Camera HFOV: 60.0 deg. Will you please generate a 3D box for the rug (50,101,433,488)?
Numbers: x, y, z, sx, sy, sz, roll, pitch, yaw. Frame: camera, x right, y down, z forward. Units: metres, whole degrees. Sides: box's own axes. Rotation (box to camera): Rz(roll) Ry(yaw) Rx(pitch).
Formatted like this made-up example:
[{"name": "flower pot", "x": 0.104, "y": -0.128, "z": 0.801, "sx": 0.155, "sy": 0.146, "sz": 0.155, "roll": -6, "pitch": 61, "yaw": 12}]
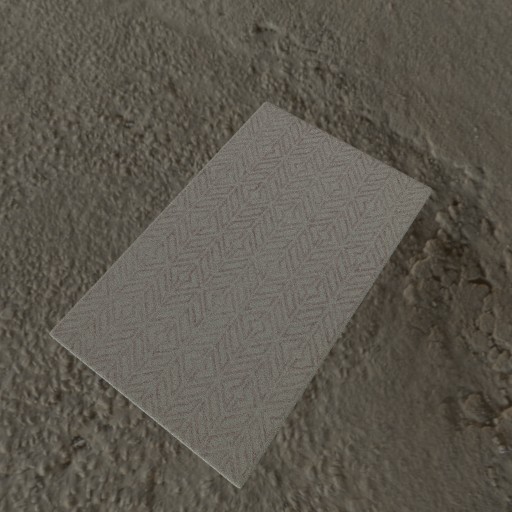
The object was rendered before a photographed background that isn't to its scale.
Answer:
[{"name": "rug", "x": 0.000, "y": 0.000, "z": 3.072, "sx": 1.523, "sy": 0.008, "sz": 2.438, "roll": 33, "pitch": 69, "yaw": 14}]
